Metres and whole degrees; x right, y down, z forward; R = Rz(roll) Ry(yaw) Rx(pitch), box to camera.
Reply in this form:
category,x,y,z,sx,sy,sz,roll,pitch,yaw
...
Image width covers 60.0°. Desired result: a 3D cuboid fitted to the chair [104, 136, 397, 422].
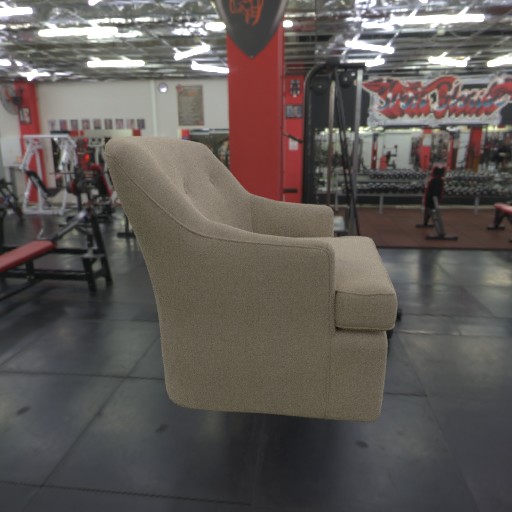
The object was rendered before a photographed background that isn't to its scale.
category,x,y,z,sx,sy,sz,roll,pitch,yaw
chair,0.000,0.000,1.638,0.923,0.856,0.864,2,14,9
